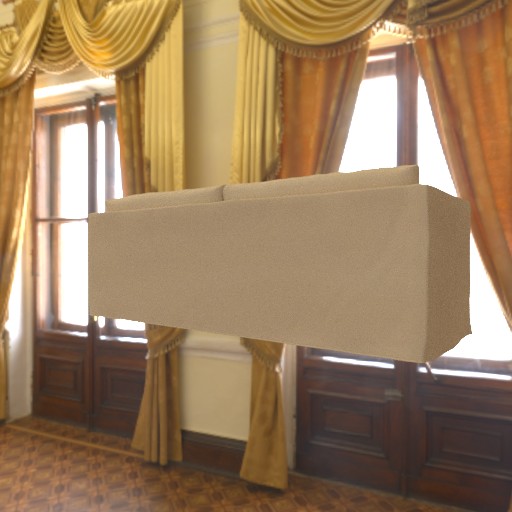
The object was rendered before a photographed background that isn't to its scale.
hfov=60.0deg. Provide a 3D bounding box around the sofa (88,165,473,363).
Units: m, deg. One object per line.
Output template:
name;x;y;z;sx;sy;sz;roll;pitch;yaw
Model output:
sofa;0.000;0.000;3.280;2.779;0.999;1.036;0;1;36
